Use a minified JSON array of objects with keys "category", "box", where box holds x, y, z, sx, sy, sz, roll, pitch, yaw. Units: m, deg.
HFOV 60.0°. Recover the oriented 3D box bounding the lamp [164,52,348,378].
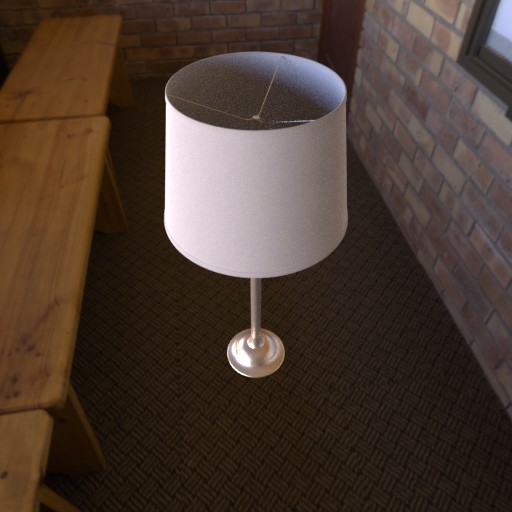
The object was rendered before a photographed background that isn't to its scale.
[{"category":"lamp","box":[0.000,0.000,0.890,0.331,0.698,0.331,0,45,0]}]
